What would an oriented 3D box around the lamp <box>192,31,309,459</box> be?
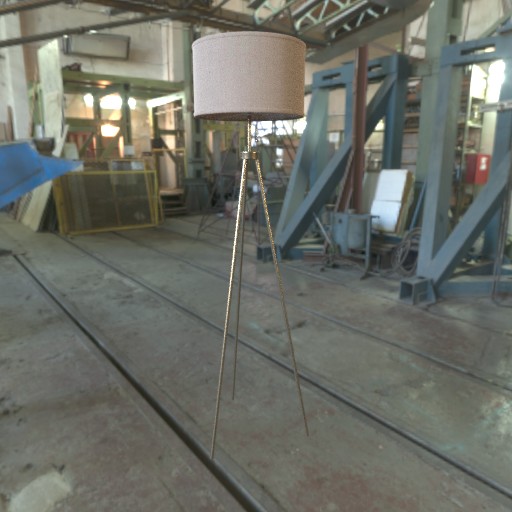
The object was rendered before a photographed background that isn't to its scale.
[{"bbox_3d":[0.000,0.000,1.764,0.460,1.545,0.449,2,13,8],"label":"lamp"}]
